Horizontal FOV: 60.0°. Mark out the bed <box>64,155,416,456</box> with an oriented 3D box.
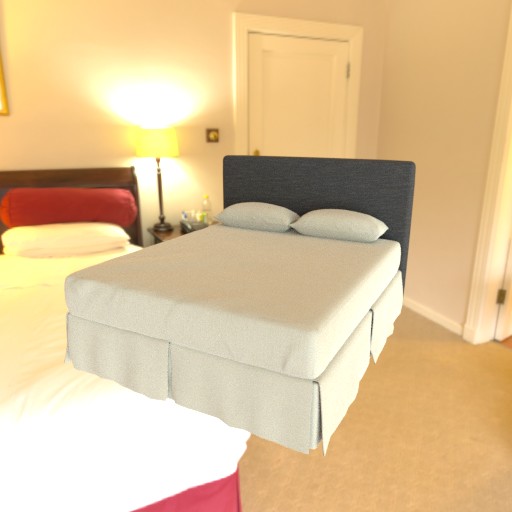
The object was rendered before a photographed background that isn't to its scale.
[{"bbox_3d":[0.000,0.000,3.298,1.884,1.330,2.142,9,18,27],"label":"bed"}]
